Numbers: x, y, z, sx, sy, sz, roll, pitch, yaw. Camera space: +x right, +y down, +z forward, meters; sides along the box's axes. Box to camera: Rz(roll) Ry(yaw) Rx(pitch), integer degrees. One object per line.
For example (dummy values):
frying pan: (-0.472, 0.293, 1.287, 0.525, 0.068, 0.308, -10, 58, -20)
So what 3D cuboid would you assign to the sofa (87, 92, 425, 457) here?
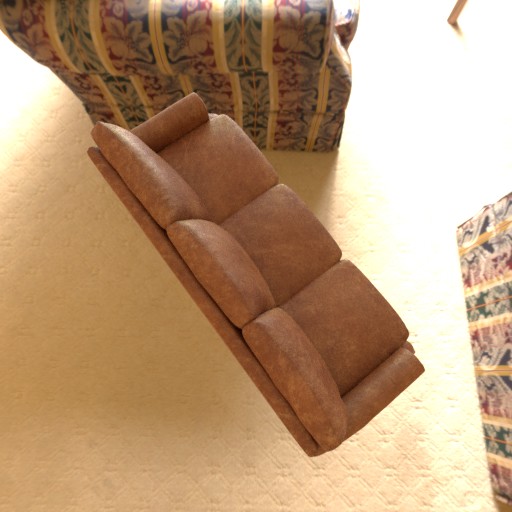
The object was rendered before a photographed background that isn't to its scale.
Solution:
sofa: (0.000, 0.000, 2.839, 0.973, 0.977, 2.351, -36, 78, -9)
